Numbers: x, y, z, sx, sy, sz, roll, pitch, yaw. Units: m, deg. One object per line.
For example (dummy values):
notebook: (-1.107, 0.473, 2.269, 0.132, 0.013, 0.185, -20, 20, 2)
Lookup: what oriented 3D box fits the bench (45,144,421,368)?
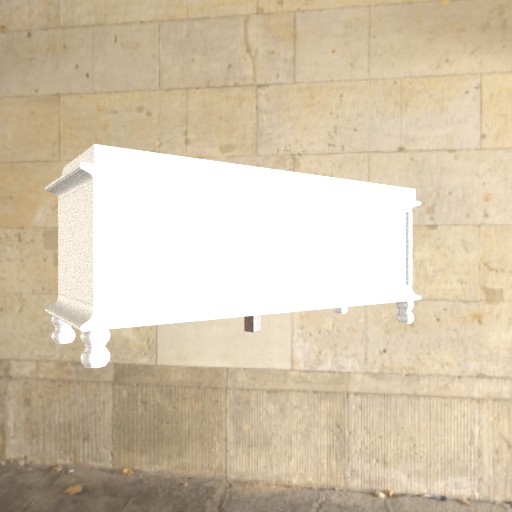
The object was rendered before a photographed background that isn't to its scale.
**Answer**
bench: (0.000, 0.000, 1.436, 1.185, 0.486, 0.402, 0, 0, -35)
